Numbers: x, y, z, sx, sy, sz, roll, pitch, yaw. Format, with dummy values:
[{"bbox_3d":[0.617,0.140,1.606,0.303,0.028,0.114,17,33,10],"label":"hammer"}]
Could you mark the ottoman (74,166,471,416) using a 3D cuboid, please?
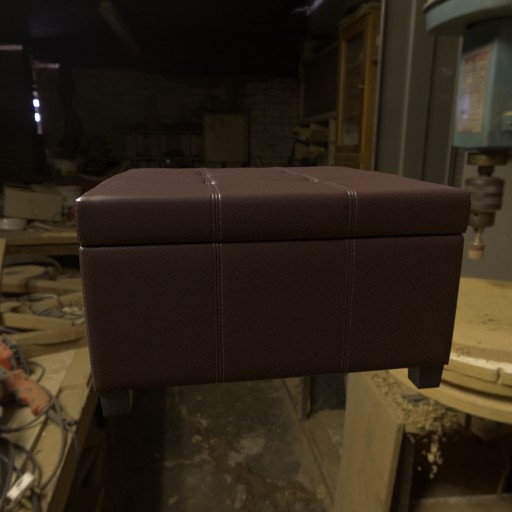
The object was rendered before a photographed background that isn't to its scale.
[{"bbox_3d":[0.000,0.000,1.264,0.788,0.460,0.787,-2,15,-8],"label":"ottoman"}]
